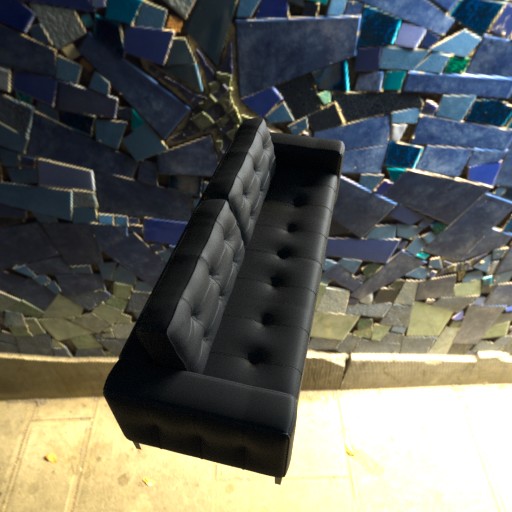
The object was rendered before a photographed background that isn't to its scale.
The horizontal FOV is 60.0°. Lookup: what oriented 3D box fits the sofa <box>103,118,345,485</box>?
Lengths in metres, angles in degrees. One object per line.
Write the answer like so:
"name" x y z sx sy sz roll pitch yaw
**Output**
"sofa" 0.000 0.000 2.691 0.833 0.893 2.275 10 46 9
